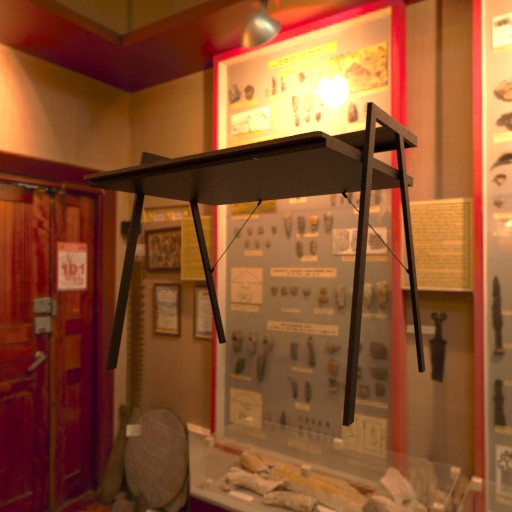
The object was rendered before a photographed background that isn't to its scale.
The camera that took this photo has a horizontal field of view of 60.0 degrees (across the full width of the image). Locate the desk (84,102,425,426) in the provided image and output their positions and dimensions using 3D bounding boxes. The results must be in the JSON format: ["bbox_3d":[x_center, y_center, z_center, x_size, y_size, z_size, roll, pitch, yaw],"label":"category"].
[{"bbox_3d":[0.000,0.000,1.891,1.143,0.998,0.936,0,-1,36],"label":"desk"}]
